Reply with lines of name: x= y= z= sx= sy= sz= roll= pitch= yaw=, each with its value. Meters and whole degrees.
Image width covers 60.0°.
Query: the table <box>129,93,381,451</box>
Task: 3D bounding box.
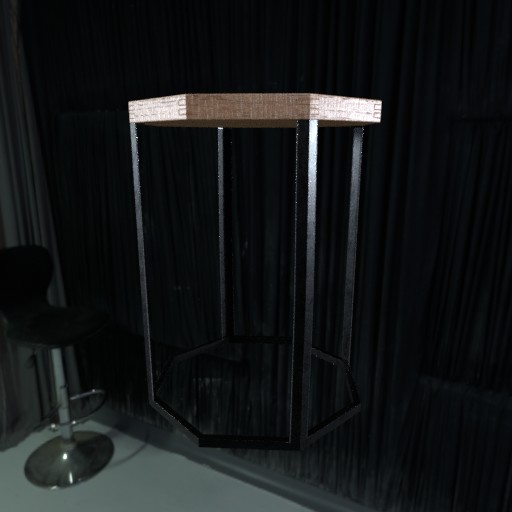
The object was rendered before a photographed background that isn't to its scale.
table: x=0.000 y=0.000 z=0.856 sx=0.437 sy=0.553 sz=0.437 roll=7 pitch=16 yaw=25
